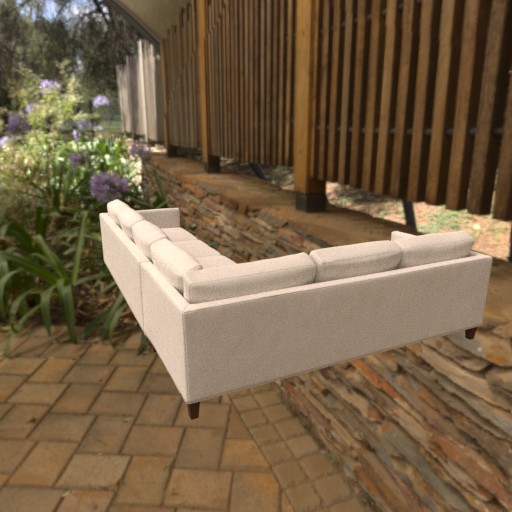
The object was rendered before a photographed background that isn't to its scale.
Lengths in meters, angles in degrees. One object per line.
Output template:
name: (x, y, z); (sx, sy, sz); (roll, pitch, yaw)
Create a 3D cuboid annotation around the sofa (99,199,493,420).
sofa: (0.000, 0.000, 4.246); (2.432, 0.863, 3.182); (-8, 18, -25)
